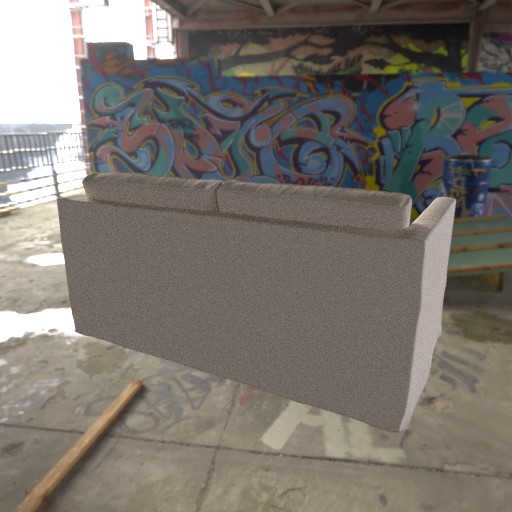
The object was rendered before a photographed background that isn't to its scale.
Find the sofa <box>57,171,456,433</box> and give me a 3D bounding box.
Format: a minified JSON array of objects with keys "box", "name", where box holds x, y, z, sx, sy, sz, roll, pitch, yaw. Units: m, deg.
[{"box":[0.000,0.000,2.233,1.746,0.834,0.962,9,19,27],"name":"sofa"}]
